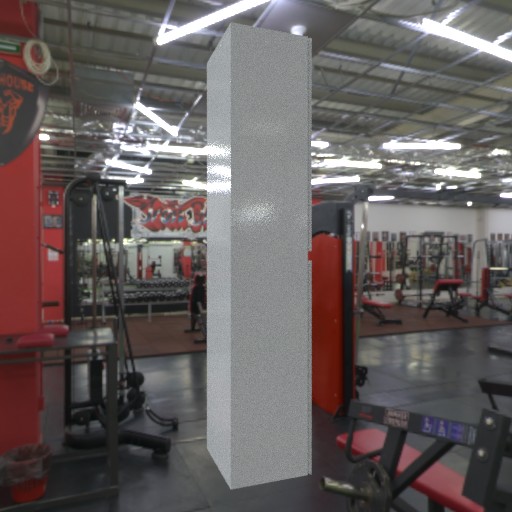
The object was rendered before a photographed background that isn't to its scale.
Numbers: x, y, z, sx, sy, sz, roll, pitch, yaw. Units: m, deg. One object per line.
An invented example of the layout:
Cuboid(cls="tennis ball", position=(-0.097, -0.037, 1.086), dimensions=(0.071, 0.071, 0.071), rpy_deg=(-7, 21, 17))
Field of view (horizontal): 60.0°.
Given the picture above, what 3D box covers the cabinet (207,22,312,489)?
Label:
Cuboid(cls="cabinet", position=(0.000, 0.000, 1.515), dimensions=(0.270, 1.400, 0.300), rpy_deg=(0, 0, -20))
